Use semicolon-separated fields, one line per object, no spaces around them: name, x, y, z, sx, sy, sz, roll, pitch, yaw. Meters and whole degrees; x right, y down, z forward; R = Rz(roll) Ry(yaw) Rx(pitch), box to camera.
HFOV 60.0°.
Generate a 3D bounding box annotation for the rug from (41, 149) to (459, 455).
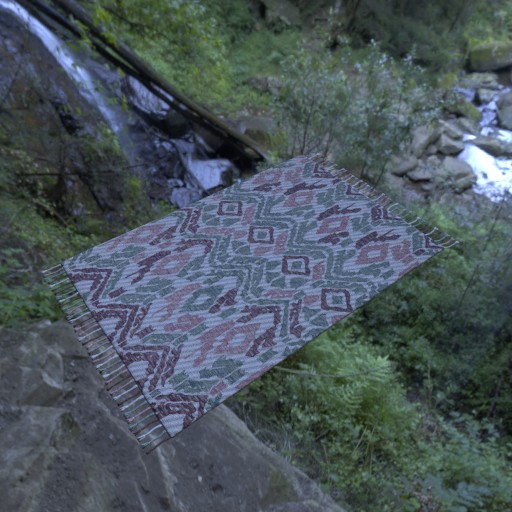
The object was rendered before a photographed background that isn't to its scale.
rug;0.000;0.000;3.004;2.438;0.011;1.524;-29;52;-25
